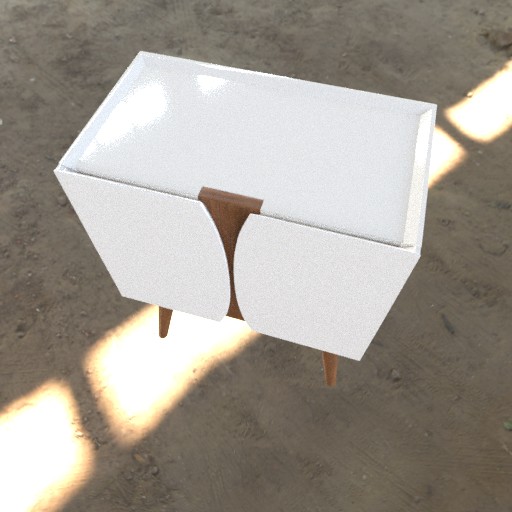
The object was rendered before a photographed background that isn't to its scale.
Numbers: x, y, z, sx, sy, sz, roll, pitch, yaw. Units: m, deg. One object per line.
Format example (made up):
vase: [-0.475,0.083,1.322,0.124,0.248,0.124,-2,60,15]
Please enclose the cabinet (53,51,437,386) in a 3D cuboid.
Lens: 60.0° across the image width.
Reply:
cabinet: [0.000,0.000,1.090,0.591,0.772,0.344,14,58,9]
